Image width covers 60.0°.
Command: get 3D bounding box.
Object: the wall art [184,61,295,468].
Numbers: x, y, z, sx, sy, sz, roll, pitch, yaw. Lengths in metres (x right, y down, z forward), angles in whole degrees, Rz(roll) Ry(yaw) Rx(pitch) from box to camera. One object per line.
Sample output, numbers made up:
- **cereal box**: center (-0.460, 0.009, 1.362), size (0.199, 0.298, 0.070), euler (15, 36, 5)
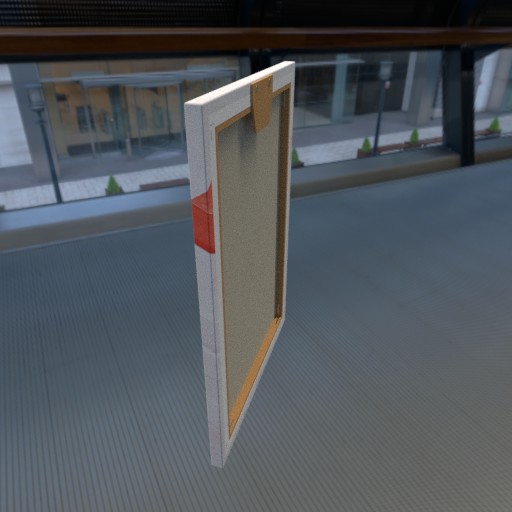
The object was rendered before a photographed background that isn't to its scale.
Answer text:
- **wall art**: center (0.000, 0.000, 1.121), size (0.036, 0.848, 0.613), euler (9, 30, 15)
